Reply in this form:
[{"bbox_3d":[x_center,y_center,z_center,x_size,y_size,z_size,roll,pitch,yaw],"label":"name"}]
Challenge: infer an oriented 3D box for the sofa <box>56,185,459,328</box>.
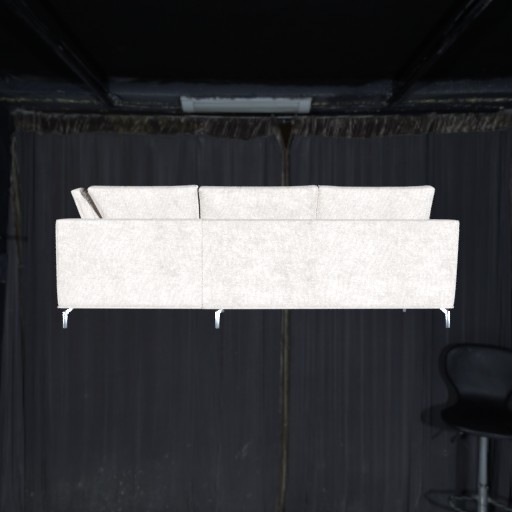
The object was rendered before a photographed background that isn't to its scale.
[{"bbox_3d":[0.000,0.000,3.799,2.438,0.864,2.438,0,0,-1],"label":"sofa"}]
